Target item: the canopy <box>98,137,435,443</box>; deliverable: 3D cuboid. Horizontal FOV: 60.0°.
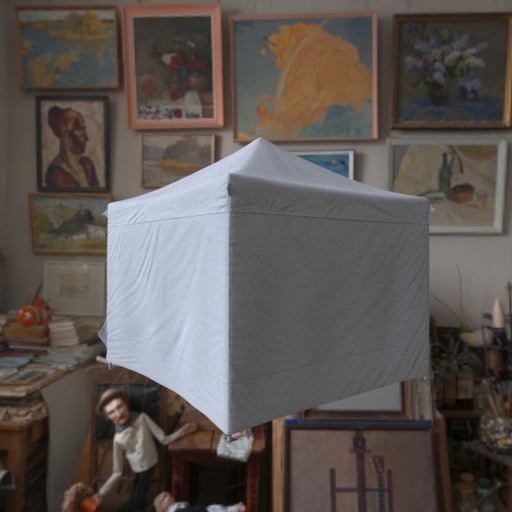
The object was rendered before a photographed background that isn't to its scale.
[{"bbox_3d":[0.000,0.000,5.652,3.043,2.997,3.121,0,1,-37],"label":"canopy"}]
